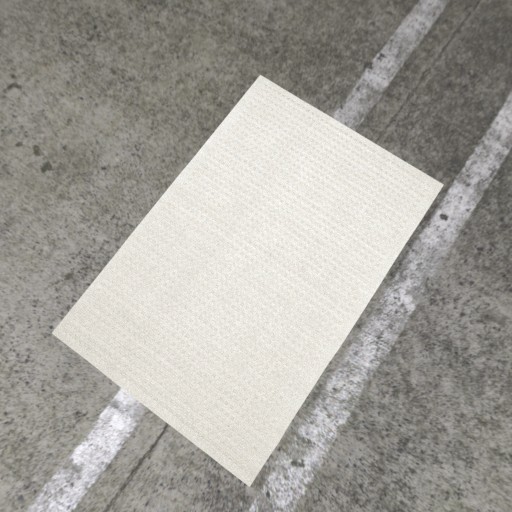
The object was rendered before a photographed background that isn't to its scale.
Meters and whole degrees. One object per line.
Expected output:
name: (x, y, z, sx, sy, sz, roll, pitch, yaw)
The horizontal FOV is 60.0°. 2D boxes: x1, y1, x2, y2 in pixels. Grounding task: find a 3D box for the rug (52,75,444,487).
rug: (0.000, 0.000, 2.894, 1.523, 0.006, 2.289, 34, 78, 8)
